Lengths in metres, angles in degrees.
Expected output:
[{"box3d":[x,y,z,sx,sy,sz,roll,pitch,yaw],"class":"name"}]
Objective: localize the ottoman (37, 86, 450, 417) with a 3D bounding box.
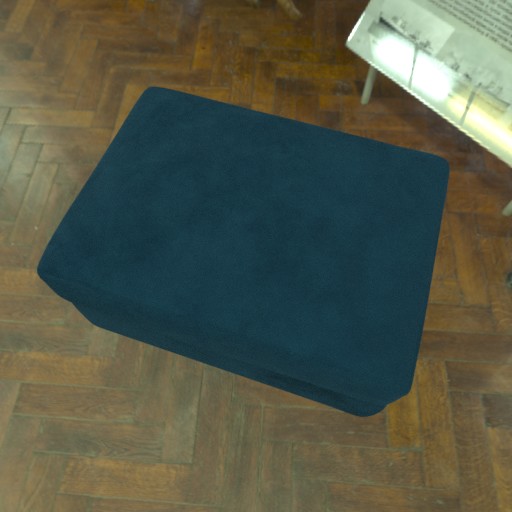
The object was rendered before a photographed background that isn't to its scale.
[{"box3d":[0.000,0.000,1.117,0.773,0.503,0.572,17,64,8],"class":"ottoman"}]
